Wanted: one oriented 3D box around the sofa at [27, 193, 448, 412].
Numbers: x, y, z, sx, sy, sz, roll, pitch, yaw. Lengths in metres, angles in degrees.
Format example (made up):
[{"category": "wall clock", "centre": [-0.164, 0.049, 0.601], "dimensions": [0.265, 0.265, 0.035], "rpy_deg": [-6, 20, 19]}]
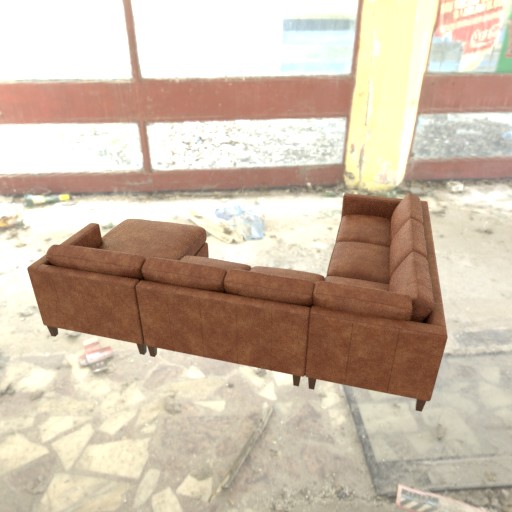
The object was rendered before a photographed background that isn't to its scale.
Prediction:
[{"category": "sofa", "centre": [0.000, 0.000, 4.486], "dimensions": [3.324, 0.888, 2.452], "rpy_deg": [8, 30, 14]}]
